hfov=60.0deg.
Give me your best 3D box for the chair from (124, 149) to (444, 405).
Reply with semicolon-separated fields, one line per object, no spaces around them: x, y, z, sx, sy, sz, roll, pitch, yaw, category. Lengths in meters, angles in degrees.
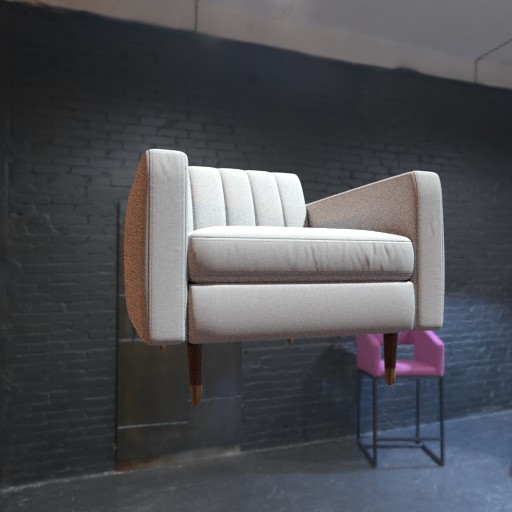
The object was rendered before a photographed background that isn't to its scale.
0.000;0.000;1.683;0.953;0.819;0.998;0;-2;-19;chair
